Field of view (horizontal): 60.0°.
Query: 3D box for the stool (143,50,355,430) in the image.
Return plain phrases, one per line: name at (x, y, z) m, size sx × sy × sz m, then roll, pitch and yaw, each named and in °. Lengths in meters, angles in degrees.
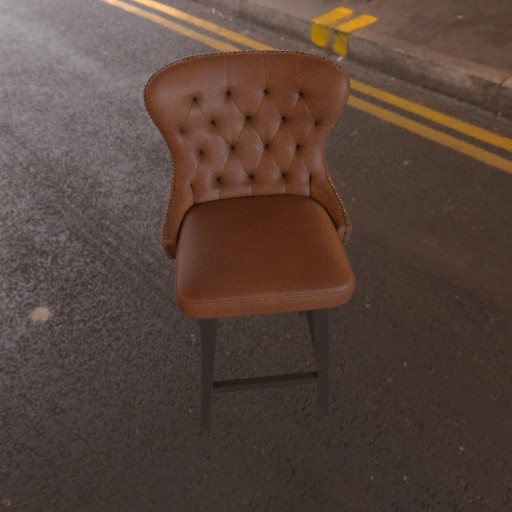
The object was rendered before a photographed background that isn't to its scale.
stool at (0.000, 0.000, 1.309) m, size 0.528 × 0.971 × 0.593 m, roll -5°, pitch 46°, yaw -4°
